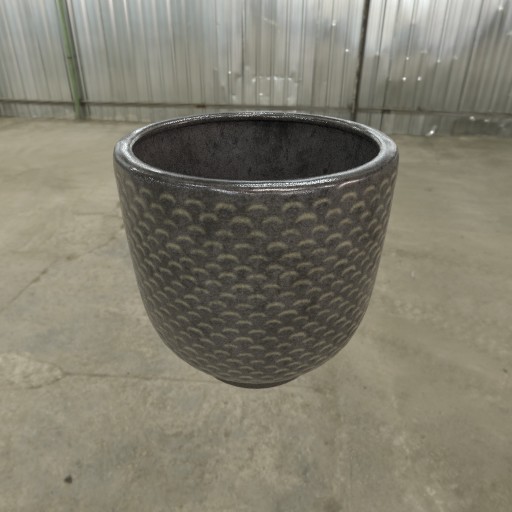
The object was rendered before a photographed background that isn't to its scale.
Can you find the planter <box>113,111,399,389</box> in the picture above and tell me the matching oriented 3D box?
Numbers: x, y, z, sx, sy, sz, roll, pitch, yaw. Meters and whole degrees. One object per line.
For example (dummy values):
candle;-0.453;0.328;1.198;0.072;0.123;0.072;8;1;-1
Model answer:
planter;0.000;0.000;0.359;0.197;0.191;0.197;0;29;0
